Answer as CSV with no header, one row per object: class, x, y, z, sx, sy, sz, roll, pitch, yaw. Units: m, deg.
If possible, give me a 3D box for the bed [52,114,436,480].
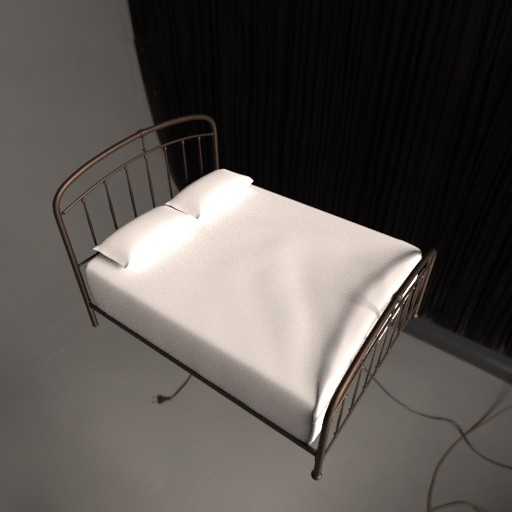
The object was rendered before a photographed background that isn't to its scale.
bed,0.000,0.000,3.286,2.180,1.425,1.711,25,46,27
